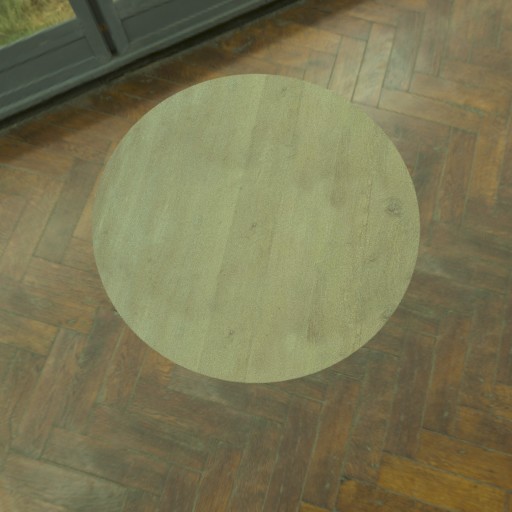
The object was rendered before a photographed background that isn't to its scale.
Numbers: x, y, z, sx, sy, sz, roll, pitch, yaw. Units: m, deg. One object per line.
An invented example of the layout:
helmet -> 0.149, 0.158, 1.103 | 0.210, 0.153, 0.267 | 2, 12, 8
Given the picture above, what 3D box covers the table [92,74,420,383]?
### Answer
table -> 0.000, 0.000, 1.459 | 0.800, 0.780, 0.800 | 0, 74, 0
